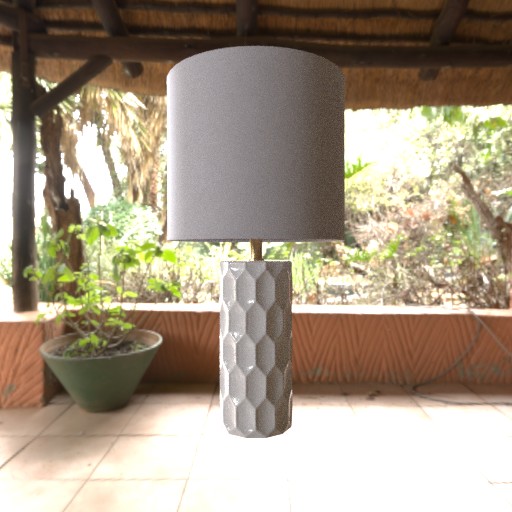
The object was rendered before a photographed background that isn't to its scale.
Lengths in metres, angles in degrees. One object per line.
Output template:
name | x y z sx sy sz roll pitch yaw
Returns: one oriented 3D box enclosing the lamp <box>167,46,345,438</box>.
lamp | 0.000 0.000 0.703 0.277 0.537 0.277 0 1 0
